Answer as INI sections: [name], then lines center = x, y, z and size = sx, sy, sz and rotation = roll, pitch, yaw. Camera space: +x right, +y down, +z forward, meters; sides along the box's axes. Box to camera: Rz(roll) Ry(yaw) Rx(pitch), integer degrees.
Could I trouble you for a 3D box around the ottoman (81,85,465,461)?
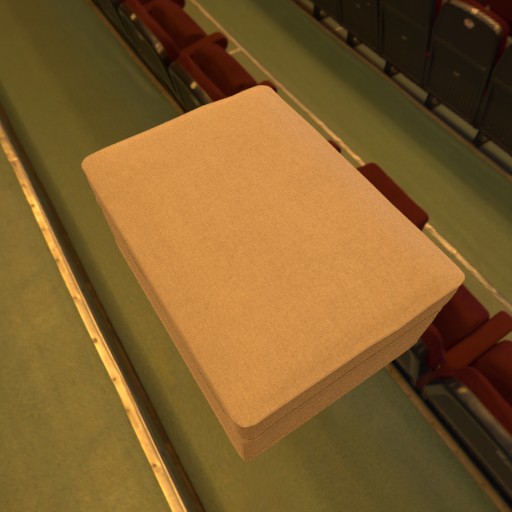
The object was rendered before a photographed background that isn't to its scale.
[ottoman]
center = 0.000, 0.000, 1.266
size = 0.617, 0.503, 0.846
rotation = -29, 62, -17
